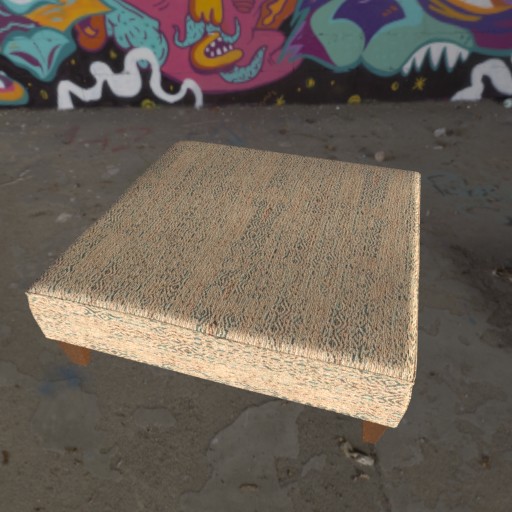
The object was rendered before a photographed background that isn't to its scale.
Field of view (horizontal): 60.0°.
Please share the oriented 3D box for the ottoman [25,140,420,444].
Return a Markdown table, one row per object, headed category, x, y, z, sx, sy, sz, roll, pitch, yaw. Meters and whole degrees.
| category | x | y | z | sx | sy | sz | roll | pitch | yaw |
| --- | --- | --- | --- | --- | --- | --- | --- | --- | --- |
| ottoman | 0.000 | 0.000 | 1.494 | 1.004 | 0.356 | 0.968 | 11 | 41 | 13 |
